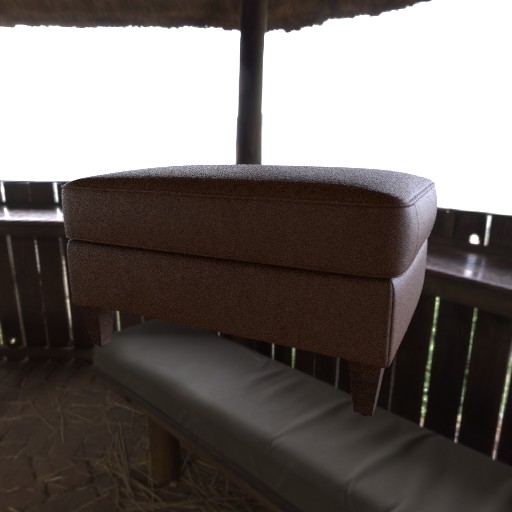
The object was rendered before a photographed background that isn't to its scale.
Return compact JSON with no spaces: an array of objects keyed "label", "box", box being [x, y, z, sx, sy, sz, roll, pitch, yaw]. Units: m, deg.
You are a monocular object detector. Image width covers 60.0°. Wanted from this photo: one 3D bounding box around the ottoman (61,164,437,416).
[{"label":"ottoman","box":[0.000,0.000,1.202,0.864,0.483,0.584,7,16,25]}]
